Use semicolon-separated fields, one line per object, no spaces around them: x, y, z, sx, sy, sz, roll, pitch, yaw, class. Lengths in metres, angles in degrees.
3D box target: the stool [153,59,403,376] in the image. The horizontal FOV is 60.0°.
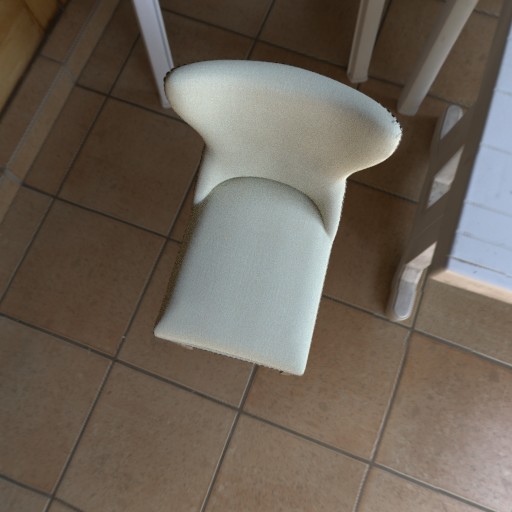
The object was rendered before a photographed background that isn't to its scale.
0.000;0.000;1.295;0.498;0.981;0.608;14;76;4;stool
